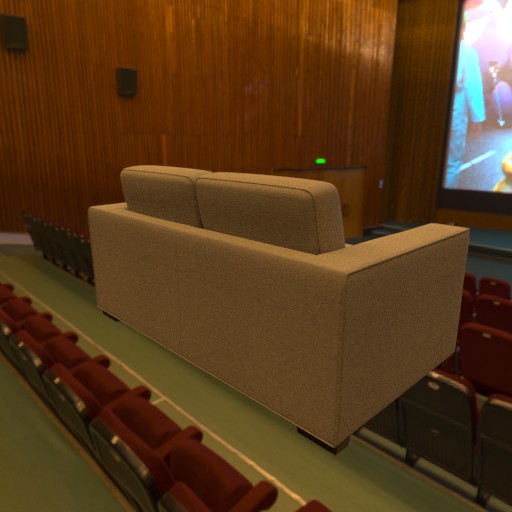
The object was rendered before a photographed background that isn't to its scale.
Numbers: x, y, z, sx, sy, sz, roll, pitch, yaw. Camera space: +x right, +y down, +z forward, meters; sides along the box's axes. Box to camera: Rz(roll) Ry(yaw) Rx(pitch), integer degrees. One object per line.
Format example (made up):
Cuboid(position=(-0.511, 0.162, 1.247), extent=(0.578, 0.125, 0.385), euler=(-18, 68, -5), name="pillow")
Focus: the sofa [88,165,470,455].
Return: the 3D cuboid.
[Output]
Cuboid(position=(0.000, 0.000, 2.362), extent=(1.007, 0.924, 1.812), euler=(-14, 21, -42), name="sofa")
